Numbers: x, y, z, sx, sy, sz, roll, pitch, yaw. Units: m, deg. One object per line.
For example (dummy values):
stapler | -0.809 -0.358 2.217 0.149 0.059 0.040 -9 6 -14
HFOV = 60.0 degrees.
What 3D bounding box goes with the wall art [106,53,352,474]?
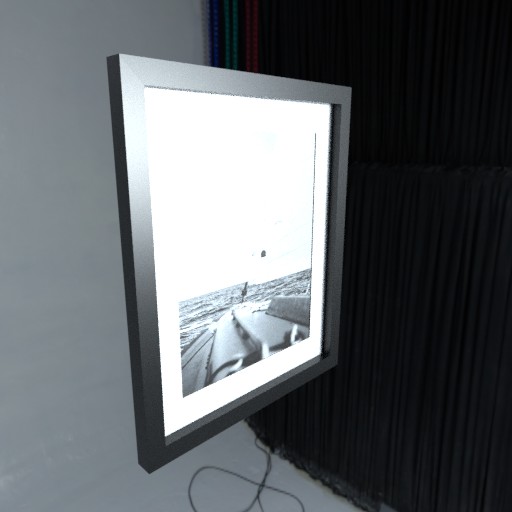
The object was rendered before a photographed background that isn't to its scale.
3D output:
wall art | 0.000 0.000 0.734 0.461 0.558 0.031 -14 20 -43
